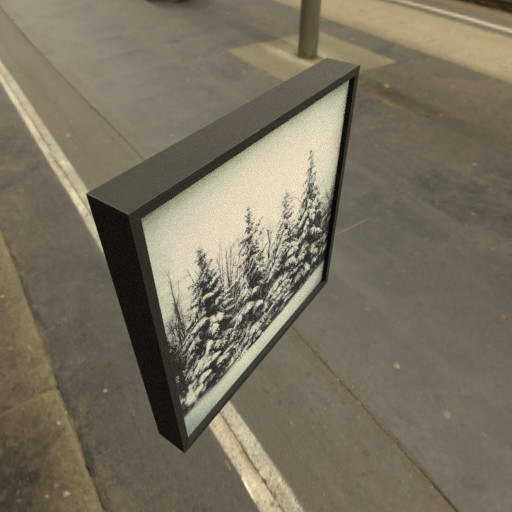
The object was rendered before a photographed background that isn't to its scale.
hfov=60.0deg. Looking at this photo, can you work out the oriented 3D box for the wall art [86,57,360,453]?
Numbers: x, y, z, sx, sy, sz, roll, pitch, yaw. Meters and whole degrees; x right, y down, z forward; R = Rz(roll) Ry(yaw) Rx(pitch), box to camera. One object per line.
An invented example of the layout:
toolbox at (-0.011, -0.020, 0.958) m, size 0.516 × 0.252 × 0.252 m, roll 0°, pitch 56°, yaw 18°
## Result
wall art at (0.000, 0.000, 0.456) m, size 0.037 × 0.305 × 0.305 m, roll 25°, pitch 48°, yaw 26°
